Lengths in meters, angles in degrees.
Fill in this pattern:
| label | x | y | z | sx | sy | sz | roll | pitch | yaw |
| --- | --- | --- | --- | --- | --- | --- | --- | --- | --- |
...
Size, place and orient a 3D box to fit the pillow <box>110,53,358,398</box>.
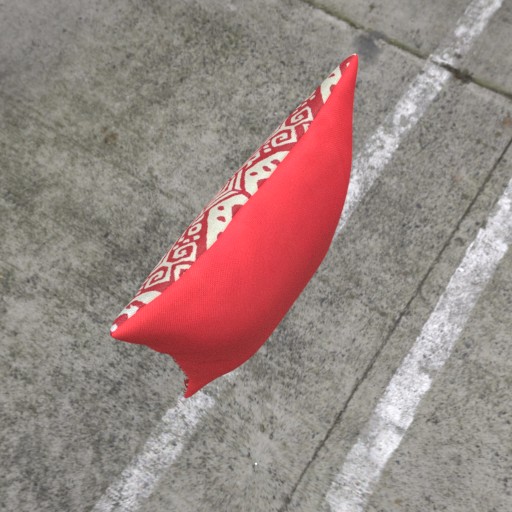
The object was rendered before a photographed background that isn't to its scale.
| label | x | y | z | sx | sy | sz | roll | pitch | yaw |
| --- | --- | --- | --- | --- | --- | --- | --- | --- | --- |
| pillow | 0.000 | 0.000 | 0.786 | 0.192 | 0.507 | 0.522 | 33 | 69 | 14 |
